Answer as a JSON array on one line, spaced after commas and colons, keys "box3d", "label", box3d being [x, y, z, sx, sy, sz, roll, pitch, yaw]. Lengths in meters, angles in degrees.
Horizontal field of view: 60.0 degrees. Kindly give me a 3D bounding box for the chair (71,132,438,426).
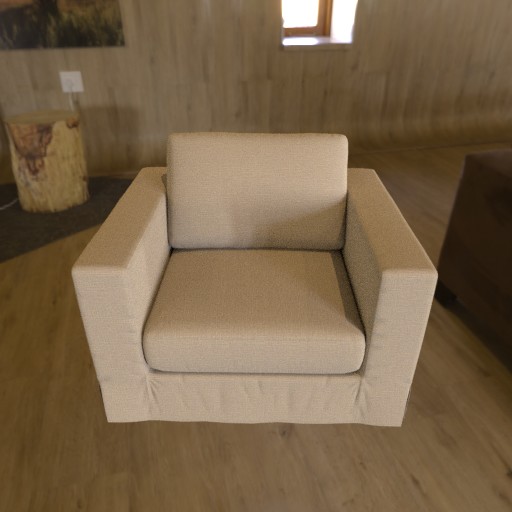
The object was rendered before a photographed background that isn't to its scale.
[{"box3d": [0.000, 0.000, 1.823, 1.150, 0.878, 0.957, 1, 30, 1], "label": "chair"}]
